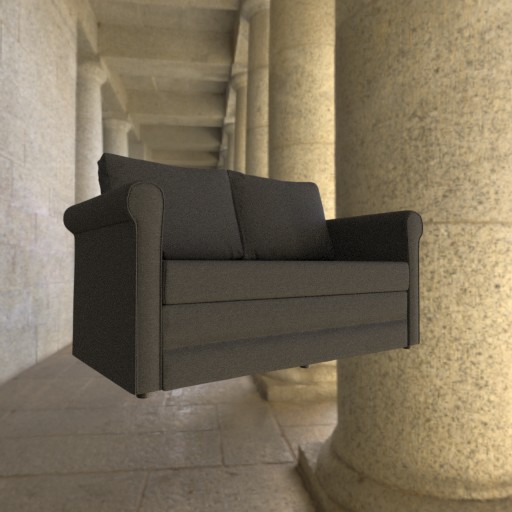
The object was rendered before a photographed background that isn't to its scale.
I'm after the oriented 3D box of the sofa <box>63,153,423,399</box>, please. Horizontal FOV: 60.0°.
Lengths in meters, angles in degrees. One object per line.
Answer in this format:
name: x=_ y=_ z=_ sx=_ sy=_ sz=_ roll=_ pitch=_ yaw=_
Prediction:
sofa: x=0.000 y=0.000 z=1.982 sx=1.460 sy=0.872 sz=0.741 roll=1 pitch=-1 yaw=-36
